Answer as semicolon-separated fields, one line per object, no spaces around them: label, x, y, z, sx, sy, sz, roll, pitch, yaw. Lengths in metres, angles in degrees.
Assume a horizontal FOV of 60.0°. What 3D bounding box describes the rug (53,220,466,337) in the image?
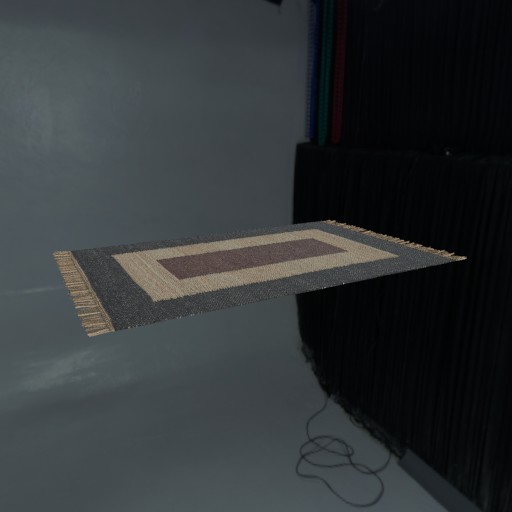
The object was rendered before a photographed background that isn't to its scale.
rug;0.000;0.000;2.505;2.021;0.027;1.224;-9;18;-28
